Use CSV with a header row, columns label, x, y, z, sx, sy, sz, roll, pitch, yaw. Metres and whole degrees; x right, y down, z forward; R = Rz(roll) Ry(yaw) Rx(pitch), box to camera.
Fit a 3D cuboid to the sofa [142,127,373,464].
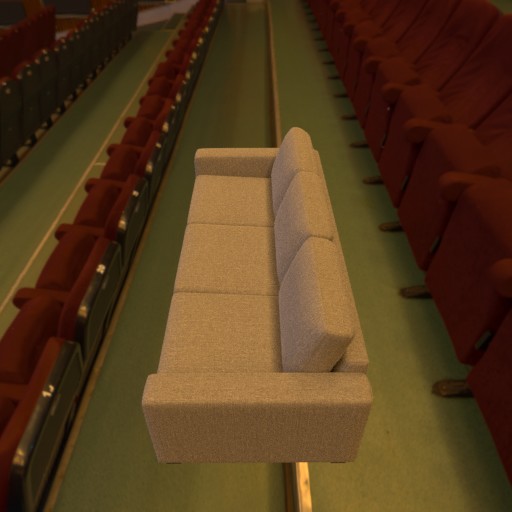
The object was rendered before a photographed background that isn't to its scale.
label,x,y,z,sx,sy,sz,roll,pitch,yaw
sofa,0.000,0.000,2.576,0.900,0.800,2.120,0,40,0
